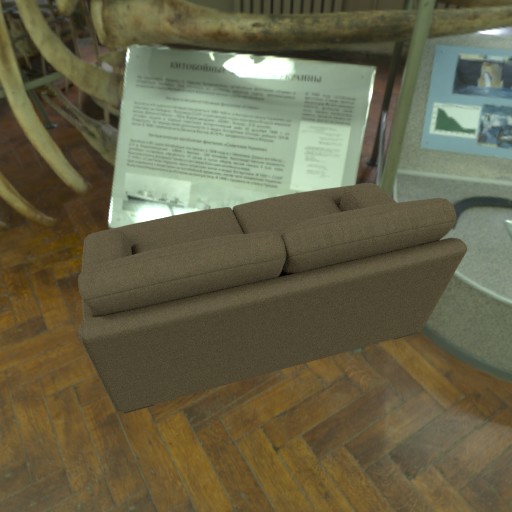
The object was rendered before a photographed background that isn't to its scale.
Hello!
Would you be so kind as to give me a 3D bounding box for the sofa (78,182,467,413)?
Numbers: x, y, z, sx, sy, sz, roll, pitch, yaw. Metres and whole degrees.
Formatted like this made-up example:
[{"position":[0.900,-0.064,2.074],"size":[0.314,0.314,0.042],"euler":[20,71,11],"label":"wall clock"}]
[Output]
[{"position":[0.000,0.000,2.521],"size":[1.869,0.950,1.140],"euler":[-12,44,-13],"label":"sofa"}]
